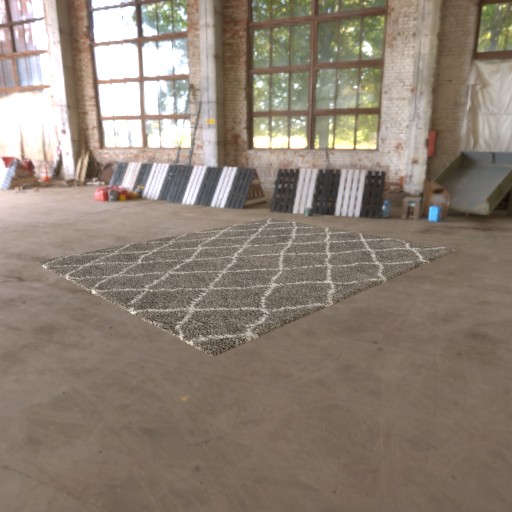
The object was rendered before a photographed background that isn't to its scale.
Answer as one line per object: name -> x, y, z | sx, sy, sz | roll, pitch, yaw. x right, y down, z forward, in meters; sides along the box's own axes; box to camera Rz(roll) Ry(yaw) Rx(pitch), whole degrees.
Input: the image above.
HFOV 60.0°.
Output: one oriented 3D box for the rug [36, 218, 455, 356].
rug -> 0.000, 0.000, 4.097 | 3.047, 0.029, 2.438 | -14, 21, -43
